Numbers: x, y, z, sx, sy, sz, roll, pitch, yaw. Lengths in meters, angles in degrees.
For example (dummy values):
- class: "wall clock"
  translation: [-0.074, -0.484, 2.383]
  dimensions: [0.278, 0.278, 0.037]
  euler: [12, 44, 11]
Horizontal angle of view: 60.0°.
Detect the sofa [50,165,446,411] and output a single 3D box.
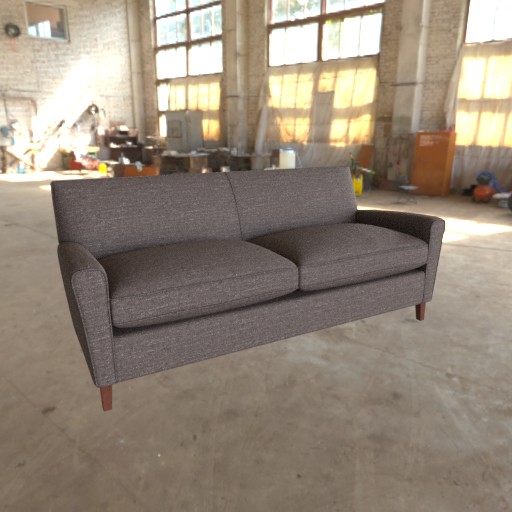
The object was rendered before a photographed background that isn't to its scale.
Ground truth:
- class: "sofa"
  translation: [0.000, 0.000, 2.432]
  dimensions: [1.976, 0.846, 0.875]
  euler: [-9, 18, -28]
